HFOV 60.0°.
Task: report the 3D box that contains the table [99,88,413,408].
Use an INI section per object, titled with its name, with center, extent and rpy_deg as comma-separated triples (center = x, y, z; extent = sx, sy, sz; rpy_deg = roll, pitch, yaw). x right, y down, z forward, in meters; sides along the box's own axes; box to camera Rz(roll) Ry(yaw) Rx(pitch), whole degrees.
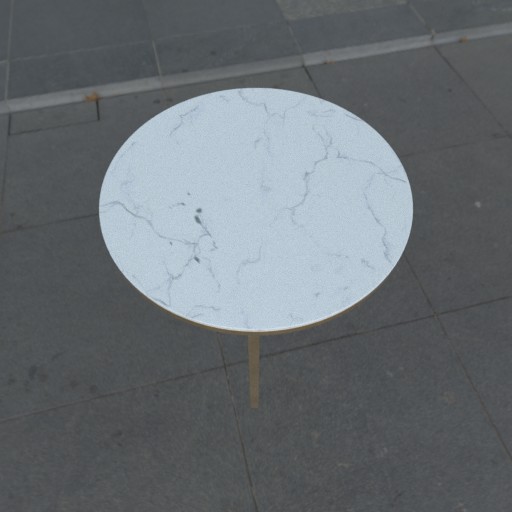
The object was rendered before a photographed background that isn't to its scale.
[table]
center = 0.000, 0.000, 0.894
extent = 0.500, 0.420, 0.500
rpy_deg = 0, 57, 0
